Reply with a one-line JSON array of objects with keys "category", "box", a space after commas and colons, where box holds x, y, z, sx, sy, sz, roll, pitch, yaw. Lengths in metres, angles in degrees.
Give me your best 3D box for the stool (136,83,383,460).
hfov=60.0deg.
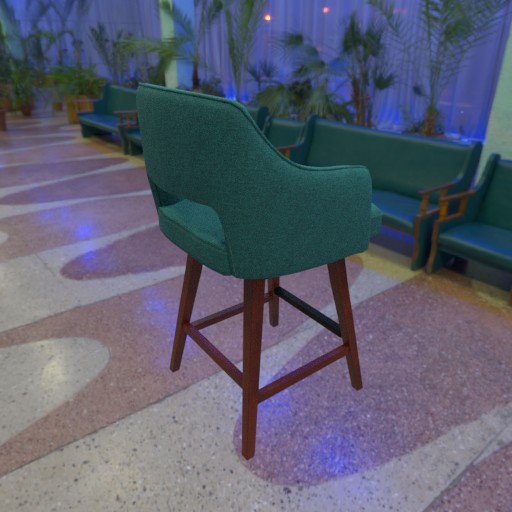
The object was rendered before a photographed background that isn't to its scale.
[{"category": "stool", "box": [0.000, 0.000, 1.295, 0.556, 0.961, 0.548, -18, 32, -32]}]
